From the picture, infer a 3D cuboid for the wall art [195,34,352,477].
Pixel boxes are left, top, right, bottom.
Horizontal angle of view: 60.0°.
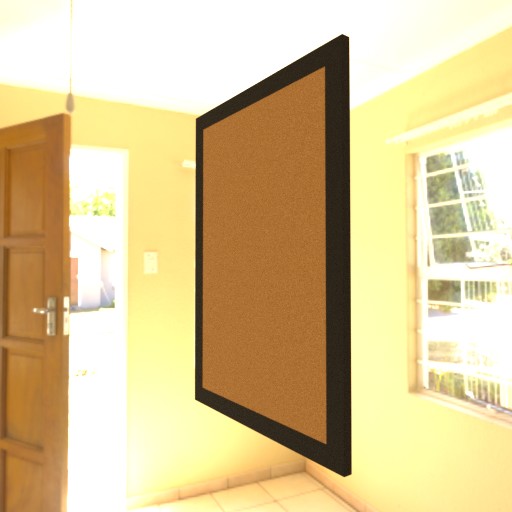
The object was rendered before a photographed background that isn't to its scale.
[{"bbox_3d":[0.000,0.000,0.691,0.013,0.534,0.380,1,-2,-35],"label":"wall art"}]
